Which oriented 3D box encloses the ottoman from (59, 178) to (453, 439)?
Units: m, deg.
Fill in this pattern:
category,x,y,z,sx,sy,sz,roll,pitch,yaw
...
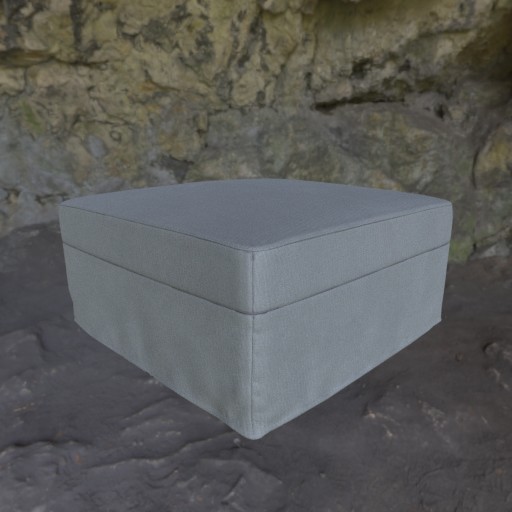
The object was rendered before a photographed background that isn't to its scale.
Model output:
category,x,y,z,sx,sy,sz,roll,pitch,yaw
ottoman,0.000,0.000,1.327,0.843,0.441,0.842,-14,20,-43
